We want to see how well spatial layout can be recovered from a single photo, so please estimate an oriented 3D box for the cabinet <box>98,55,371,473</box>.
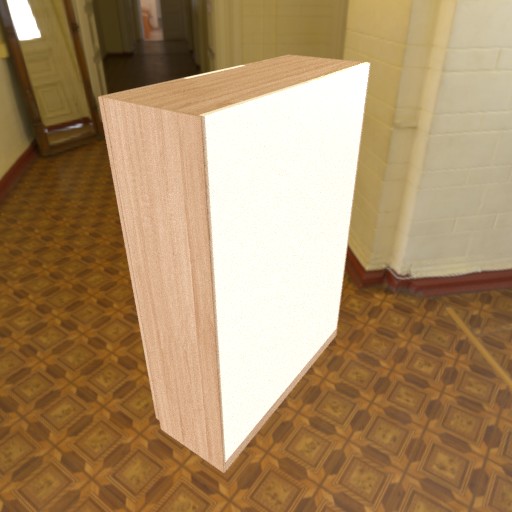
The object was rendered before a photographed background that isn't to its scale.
[{"bbox_3d":[0.000,0.000,2.781,0.590,2.120,1.500,20,37,29],"label":"cabinet"}]
